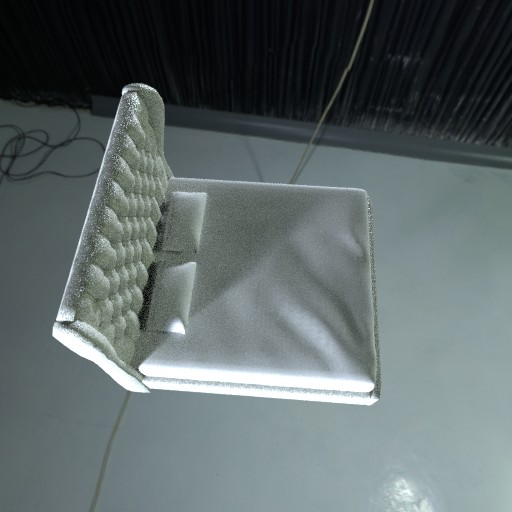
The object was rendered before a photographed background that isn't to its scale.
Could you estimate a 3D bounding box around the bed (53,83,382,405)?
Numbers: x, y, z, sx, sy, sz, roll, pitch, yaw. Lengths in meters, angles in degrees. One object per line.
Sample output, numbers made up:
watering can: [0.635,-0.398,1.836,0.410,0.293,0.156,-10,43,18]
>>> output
bed: [0.000,0.000,3.888,2.347,1.771,2.219,4,63,2]
